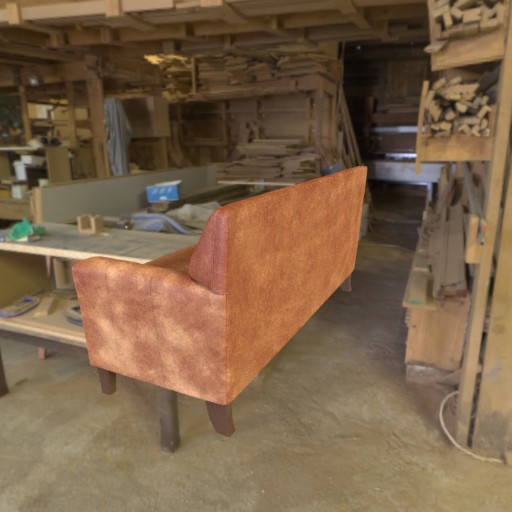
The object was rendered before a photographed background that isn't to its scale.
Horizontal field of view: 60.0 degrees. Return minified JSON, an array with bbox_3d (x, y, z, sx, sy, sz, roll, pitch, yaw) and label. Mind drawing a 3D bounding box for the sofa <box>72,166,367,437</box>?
[{"bbox_3d":[0.000,0.000,2.638,0.805,0.947,2.053,8,18,25],"label":"sofa"}]
